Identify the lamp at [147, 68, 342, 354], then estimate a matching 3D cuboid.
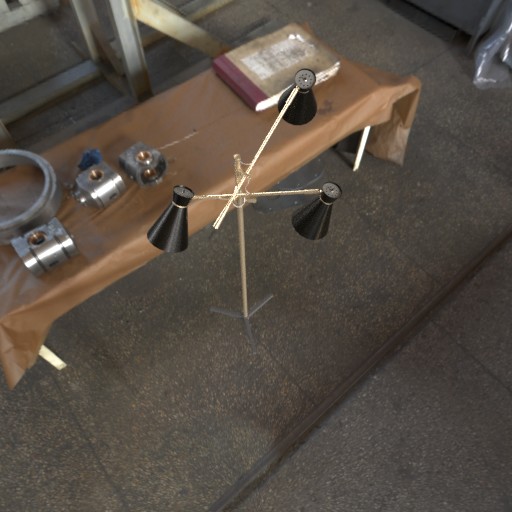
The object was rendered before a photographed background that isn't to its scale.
[{"bbox_3d":[0.000,0.000,2.188,0.653,1.804,0.750,14,61,8],"label":"lamp"}]
